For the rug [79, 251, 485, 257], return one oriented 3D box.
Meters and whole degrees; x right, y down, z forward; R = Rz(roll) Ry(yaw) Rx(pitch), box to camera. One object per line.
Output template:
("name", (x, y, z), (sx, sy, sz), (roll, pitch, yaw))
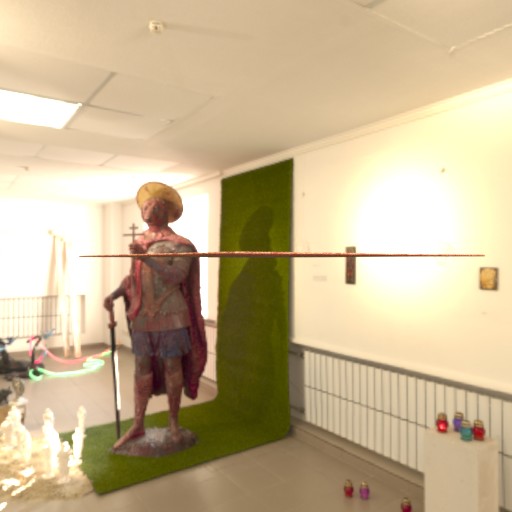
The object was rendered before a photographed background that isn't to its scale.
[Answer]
("rug", (0.000, 0.000, 4.158), (2.441, 0.016, 3.050), (0, -1, -35))
